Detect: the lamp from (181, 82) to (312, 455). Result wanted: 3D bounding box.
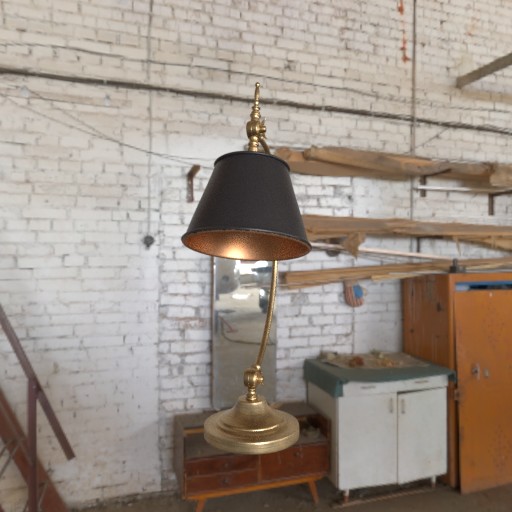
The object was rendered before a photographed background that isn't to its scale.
[{"bbox_3d":[0.000,0.000,0.853,0.235,0.675,0.344,0,0,17],"label":"lamp"}]
